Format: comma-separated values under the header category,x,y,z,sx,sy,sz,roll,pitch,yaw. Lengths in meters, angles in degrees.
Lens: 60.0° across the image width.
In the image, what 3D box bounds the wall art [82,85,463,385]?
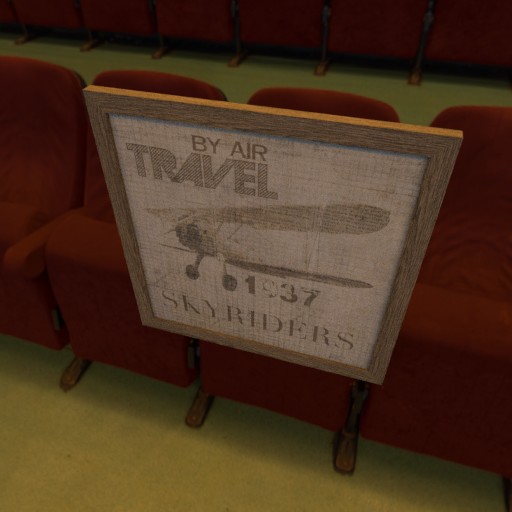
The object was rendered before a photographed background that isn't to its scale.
category,x,y,z,sx,sy,sz,roll,pitch,yaw
wall art,0.000,0.000,0.743,0.508,0.508,0.019,11,42,13
